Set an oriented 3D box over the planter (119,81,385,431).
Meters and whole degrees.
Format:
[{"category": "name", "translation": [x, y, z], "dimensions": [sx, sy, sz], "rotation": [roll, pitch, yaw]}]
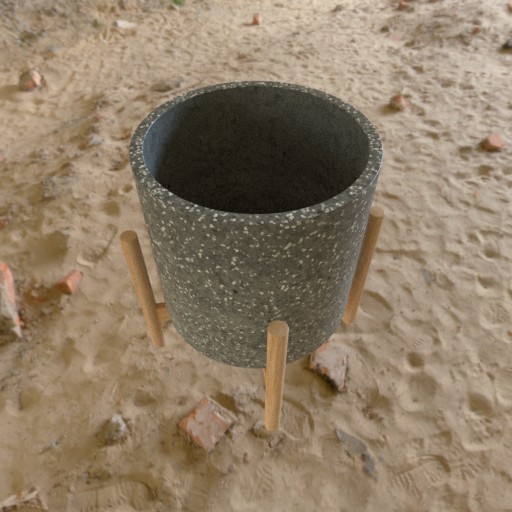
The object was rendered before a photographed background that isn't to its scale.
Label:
[{"category": "planter", "translation": [0.000, 0.000, 0.691], "dimensions": [0.360, 0.419, 0.360], "rotation": [11, 48, 10]}]
